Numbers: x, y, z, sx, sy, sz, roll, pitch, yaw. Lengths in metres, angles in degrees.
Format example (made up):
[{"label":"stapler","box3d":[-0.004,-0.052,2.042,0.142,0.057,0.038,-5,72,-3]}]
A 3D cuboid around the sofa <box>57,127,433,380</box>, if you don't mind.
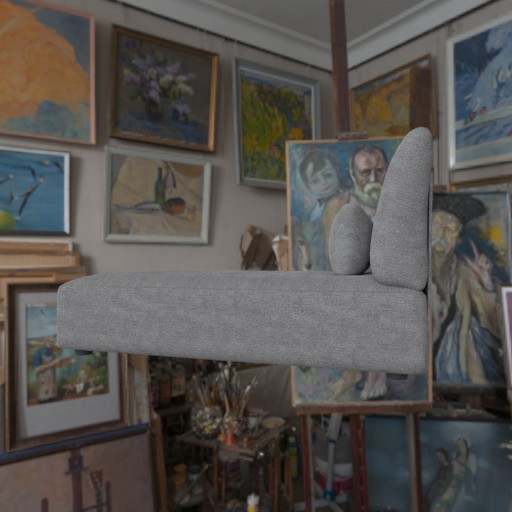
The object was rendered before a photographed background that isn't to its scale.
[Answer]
[{"label":"sofa","box3d":[0.000,0.000,2.020,1.450,0.820,0.930,0,0,18]}]
